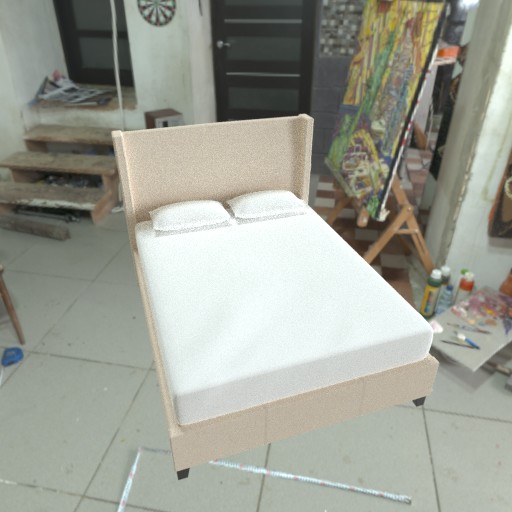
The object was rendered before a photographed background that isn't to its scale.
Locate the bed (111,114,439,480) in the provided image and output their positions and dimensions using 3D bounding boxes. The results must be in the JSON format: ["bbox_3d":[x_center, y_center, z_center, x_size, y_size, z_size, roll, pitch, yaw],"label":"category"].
[{"bbox_3d":[0.000,0.000,3.406,1.778,1.471,2.293,-10,33,-16],"label":"bed"}]
